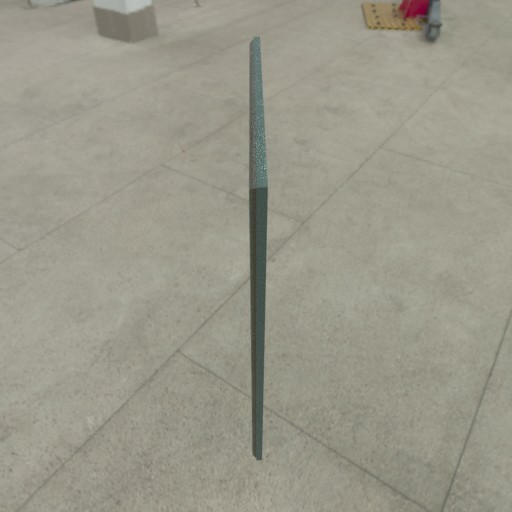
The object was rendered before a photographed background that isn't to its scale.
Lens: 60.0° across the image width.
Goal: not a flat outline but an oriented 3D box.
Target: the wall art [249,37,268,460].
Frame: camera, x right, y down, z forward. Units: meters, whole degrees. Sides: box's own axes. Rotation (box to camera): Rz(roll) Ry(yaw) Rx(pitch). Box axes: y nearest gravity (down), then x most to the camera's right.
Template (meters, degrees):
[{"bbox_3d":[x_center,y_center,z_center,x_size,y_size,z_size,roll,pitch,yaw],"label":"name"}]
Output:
[{"bbox_3d":[0.000,0.000,1.302,0.030,0.983,0.767,0,42,0],"label":"wall art"}]
